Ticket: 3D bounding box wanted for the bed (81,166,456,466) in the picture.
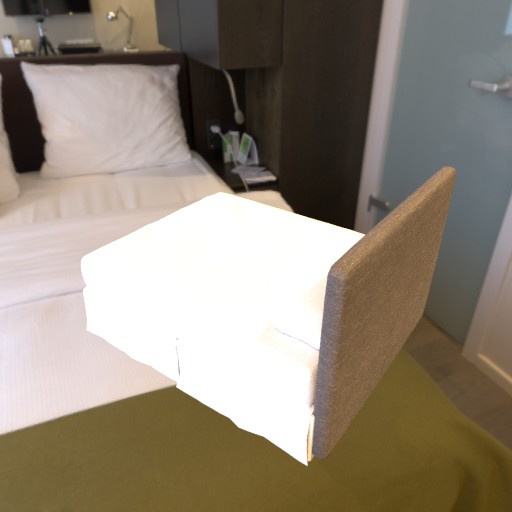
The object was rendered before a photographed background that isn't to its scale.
[{"bbox_3d":[0.000,0.000,3.248,2.142,1.330,1.723,21,36,31],"label":"bed"}]
